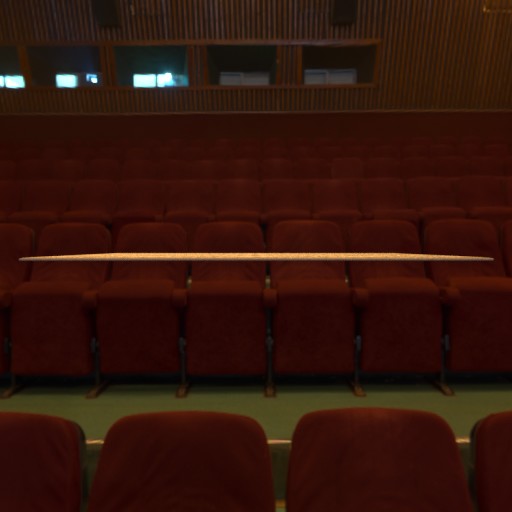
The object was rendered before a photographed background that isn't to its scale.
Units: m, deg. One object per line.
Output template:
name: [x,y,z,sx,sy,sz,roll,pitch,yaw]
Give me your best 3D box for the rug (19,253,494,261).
rug: [0.000,0.000,2.330,1.847,0.012,1.224,0,1,-1]
